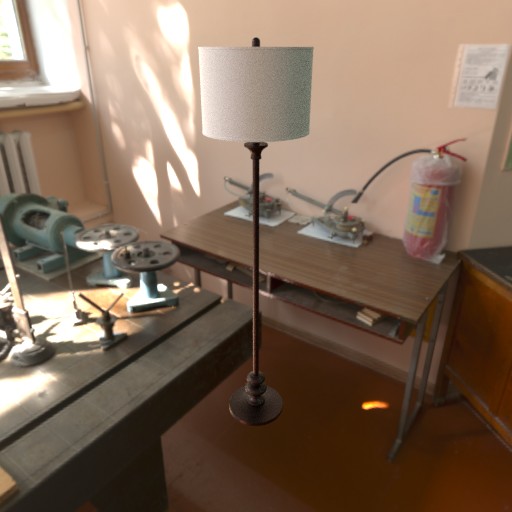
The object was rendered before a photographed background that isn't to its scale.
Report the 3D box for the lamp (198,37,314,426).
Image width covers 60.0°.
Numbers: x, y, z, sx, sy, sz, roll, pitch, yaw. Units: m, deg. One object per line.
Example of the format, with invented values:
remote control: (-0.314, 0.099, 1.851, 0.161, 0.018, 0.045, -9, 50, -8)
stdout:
lamp: (0.000, 0.000, 1.681, 0.356, 1.487, 0.356, -9, 27, -18)
